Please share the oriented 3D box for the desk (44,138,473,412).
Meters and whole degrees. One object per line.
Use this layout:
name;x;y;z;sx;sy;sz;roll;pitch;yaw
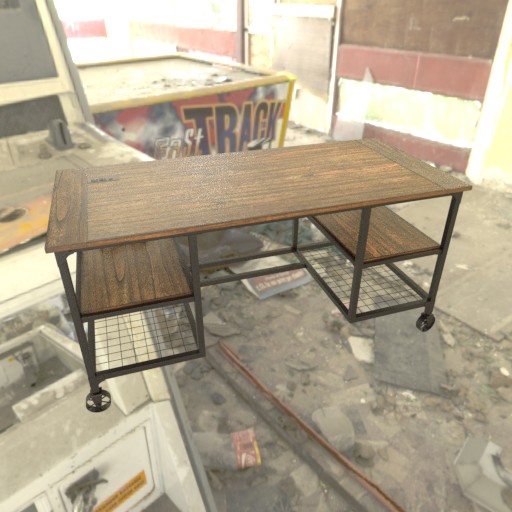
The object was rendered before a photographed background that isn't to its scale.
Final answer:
desk;0.000;0.000;2.008;1.590;0.751;0.711;-10;32;-16
